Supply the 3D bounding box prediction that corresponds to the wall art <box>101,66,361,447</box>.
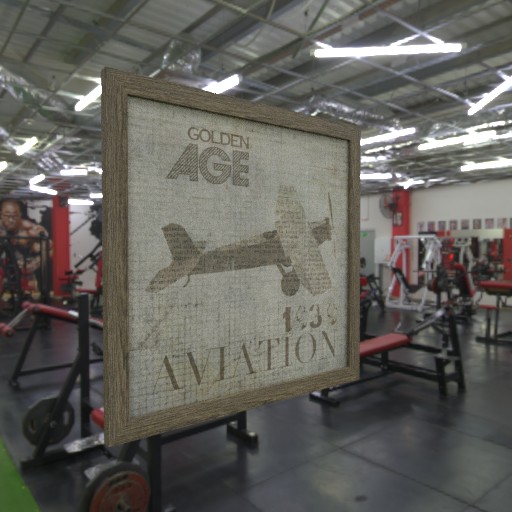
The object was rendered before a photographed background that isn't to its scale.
[{"bbox_3d":[0.000,0.000,0.749,0.508,0.508,0.019,-1,2,-37],"label":"wall art"}]
